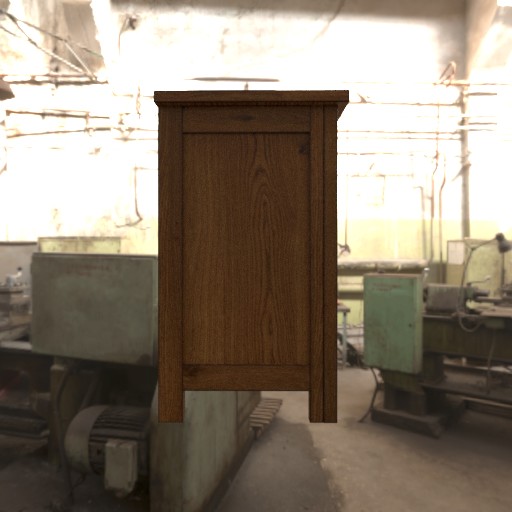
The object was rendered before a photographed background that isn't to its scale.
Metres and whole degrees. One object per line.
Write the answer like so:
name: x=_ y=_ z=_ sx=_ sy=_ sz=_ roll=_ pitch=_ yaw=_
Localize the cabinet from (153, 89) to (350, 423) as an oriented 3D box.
cabinet: x=0.000 y=0.000 z=1.807 sx=0.480 sy=0.813 sz=1.474 roll=0 pitch=0 yaw=1
